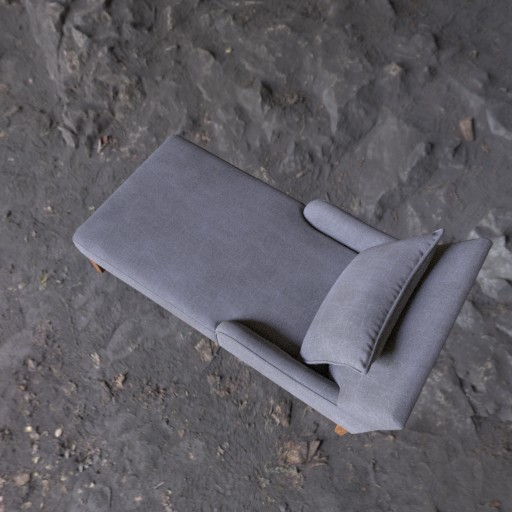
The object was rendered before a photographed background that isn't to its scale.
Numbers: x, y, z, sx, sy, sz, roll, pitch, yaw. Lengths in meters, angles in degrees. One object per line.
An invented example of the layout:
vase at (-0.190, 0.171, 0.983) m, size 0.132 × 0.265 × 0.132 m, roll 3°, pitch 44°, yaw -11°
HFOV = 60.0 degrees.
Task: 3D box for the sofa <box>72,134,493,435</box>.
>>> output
sofa at (0.000, 0.000, 2.229) m, size 1.779 × 0.859 × 0.894 m, roll 31°, pitch 67°, yaw 15°
